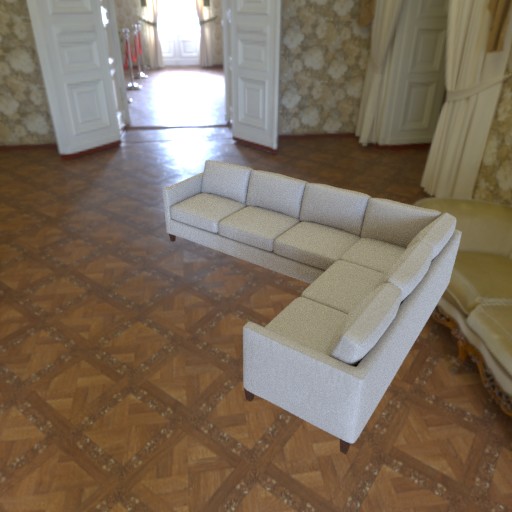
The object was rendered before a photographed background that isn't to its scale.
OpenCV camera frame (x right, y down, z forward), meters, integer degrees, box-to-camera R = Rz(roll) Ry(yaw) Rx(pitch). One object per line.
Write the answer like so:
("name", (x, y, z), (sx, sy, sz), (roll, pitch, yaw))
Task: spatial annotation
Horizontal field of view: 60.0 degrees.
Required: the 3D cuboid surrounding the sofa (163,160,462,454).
("sofa", (0.000, 0.000, 4.481), (3.333, 0.934, 2.522), (19, 35, 30))
